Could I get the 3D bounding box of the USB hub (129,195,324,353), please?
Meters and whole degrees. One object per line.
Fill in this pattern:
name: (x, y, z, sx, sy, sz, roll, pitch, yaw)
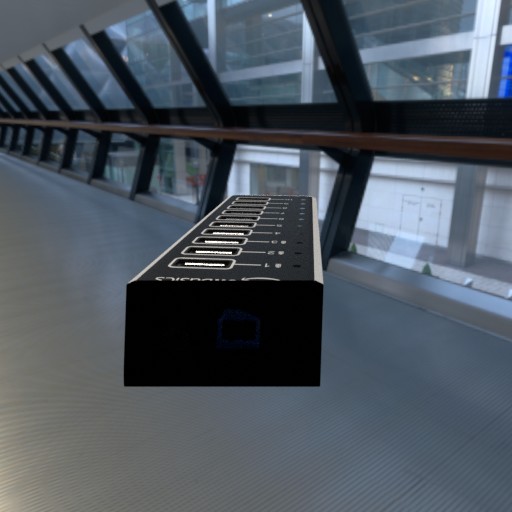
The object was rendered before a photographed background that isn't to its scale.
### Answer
USB hub: (0.000, 0.000, 0.160, 0.044, 0.023, 0.145, 2, 16, 6)
